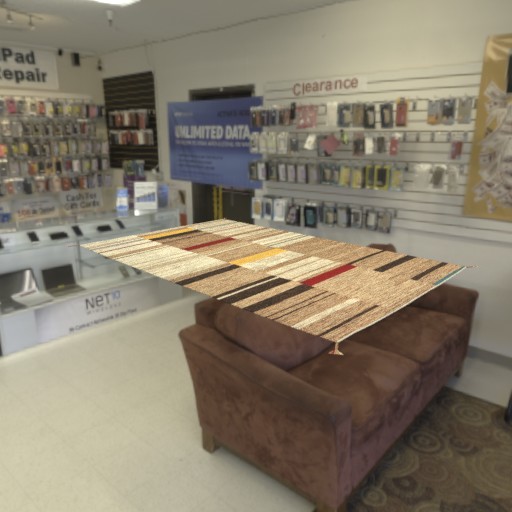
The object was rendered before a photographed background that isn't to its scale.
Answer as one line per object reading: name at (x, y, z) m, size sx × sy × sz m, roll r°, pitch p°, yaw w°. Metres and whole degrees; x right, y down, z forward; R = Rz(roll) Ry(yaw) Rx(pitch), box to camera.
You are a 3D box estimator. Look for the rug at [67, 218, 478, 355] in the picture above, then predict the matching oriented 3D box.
rug at (0.000, 0.000, 2.398) m, size 1.918 × 0.007 × 1.268 m, roll 15°, pitch 21°, yaw 42°
